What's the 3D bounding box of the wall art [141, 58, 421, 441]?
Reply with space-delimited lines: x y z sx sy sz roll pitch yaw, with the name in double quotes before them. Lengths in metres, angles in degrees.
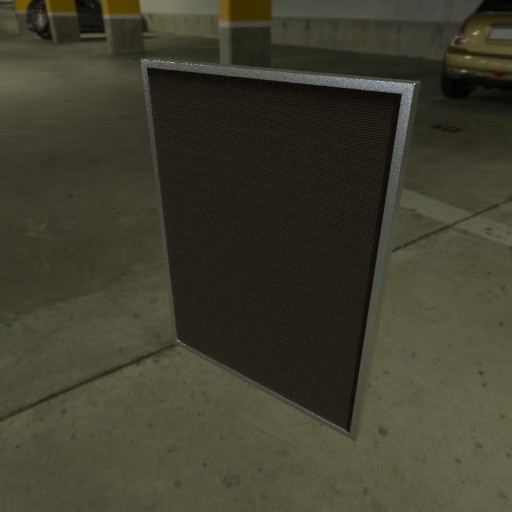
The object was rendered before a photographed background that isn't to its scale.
"wall art" 0.000 0.000 1.351 0.801 1.062 0.037 20 35 31
